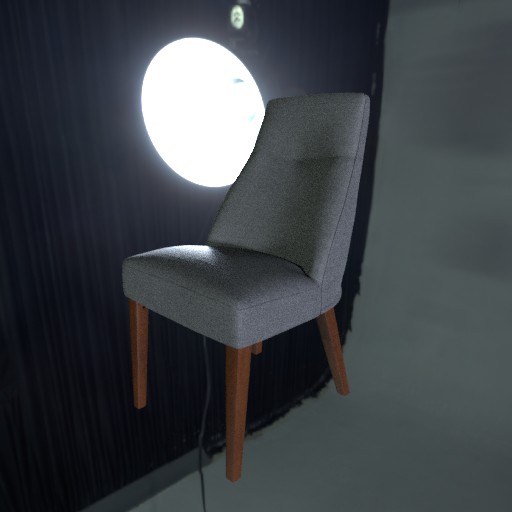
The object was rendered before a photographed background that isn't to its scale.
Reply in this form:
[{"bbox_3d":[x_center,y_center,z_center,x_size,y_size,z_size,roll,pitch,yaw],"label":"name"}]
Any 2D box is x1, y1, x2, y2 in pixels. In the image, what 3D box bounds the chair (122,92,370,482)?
[{"bbox_3d":[0.000,0.000,1.308,0.500,0.930,0.620,15,21,42],"label":"chair"}]
